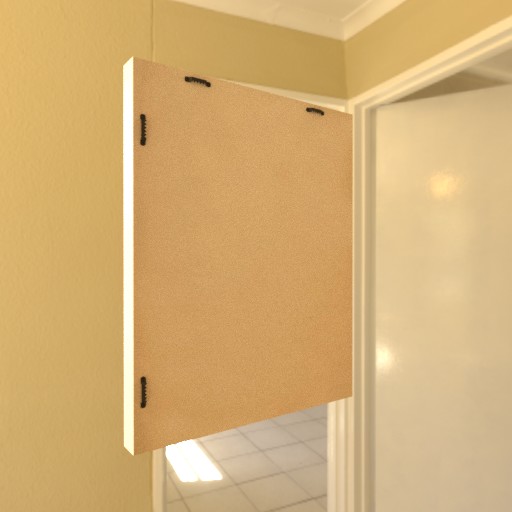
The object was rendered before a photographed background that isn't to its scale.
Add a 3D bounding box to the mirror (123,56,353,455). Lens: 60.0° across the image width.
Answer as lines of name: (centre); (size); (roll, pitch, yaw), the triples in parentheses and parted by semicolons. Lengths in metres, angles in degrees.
mirror: (0.000, 0.000, 0.693); (0.405, 0.508, 0.041); (0, 0, -35)
